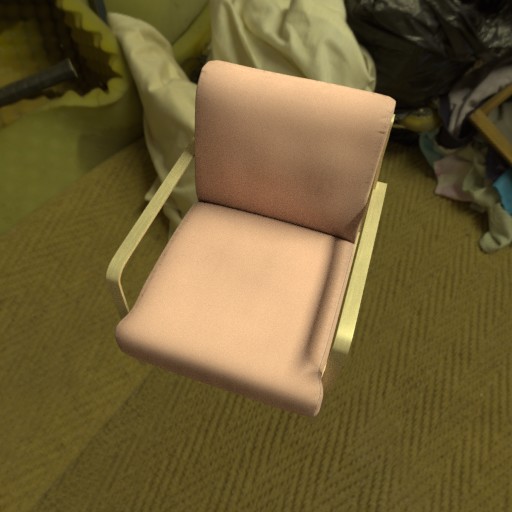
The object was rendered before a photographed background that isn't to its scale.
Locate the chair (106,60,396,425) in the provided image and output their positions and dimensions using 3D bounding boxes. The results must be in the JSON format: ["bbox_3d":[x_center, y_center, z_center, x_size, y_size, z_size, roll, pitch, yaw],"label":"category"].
[{"bbox_3d":[0.000,0.000,1.482,0.701,0.823,0.848,16,59,10],"label":"chair"}]
